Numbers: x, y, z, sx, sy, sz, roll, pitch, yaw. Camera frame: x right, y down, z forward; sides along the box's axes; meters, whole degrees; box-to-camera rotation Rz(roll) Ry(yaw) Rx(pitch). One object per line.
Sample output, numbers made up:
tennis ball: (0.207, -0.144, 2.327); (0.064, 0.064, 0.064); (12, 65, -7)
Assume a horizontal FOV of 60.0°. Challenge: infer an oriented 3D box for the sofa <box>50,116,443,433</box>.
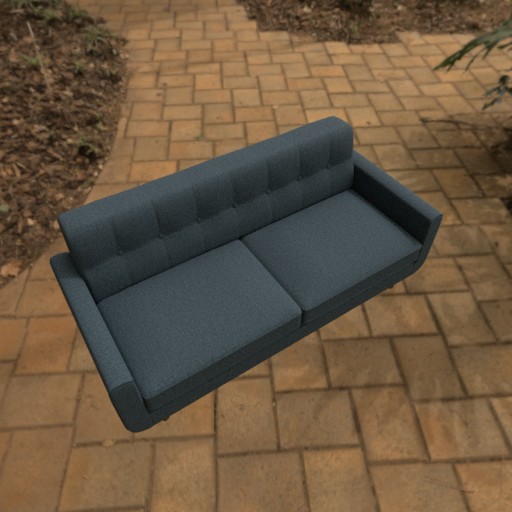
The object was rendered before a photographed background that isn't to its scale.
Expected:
sofa: (0.000, 0.000, 2.592); (2.055, 0.884, 0.942); (-25, 52, -22)
